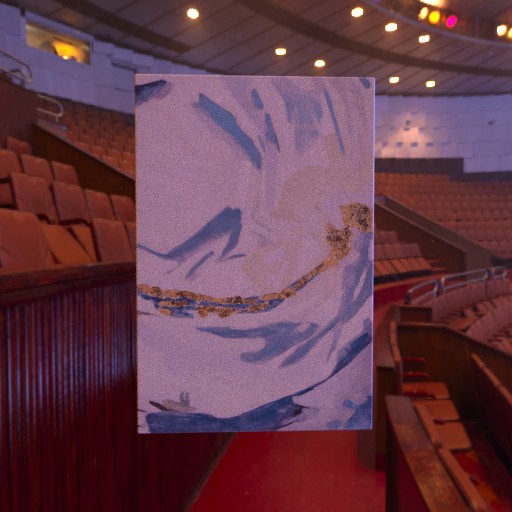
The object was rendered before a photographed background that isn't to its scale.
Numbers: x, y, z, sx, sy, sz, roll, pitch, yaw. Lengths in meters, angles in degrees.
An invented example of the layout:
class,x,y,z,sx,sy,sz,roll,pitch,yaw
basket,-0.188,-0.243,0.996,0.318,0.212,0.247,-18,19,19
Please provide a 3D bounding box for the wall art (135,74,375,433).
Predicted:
class,x,y,z,sx,sy,sz,roll,pitch,yaw
wall art,0.000,0.000,1.143,0.610,0.914,0.016,0,2,-2
